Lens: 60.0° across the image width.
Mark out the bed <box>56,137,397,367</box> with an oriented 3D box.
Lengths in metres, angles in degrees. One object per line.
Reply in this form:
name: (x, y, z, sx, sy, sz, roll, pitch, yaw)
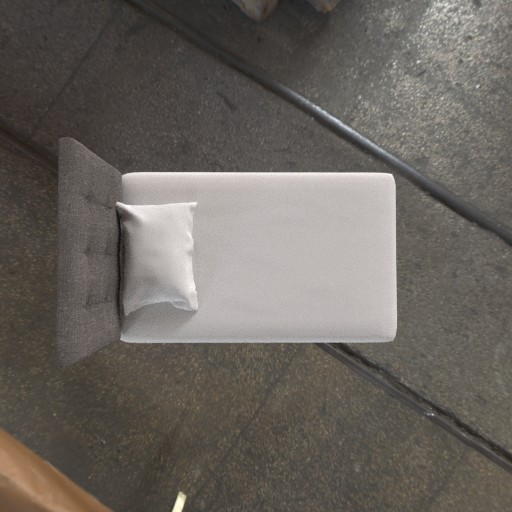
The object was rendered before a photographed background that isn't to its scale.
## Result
bed: (0.000, 0.000, 2.955, 1.997, 1.571, 1.261, 0, 88, 0)
